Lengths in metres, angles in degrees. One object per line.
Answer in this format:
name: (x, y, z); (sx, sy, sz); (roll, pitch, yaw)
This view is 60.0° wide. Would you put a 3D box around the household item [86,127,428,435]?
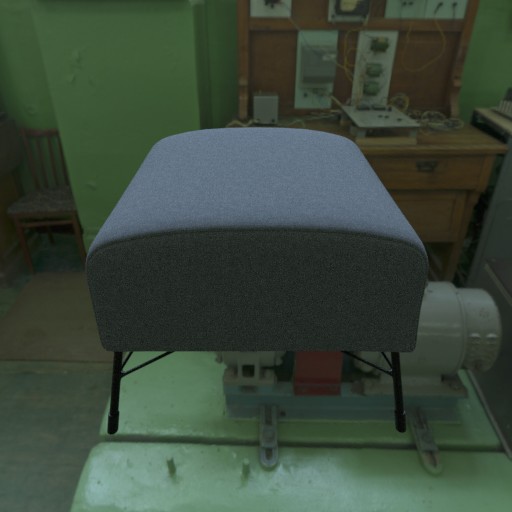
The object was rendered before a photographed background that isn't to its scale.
household item: (0.000, 0.000, 0.900); (0.530, 0.410, 0.530); (0, 31, 0)
